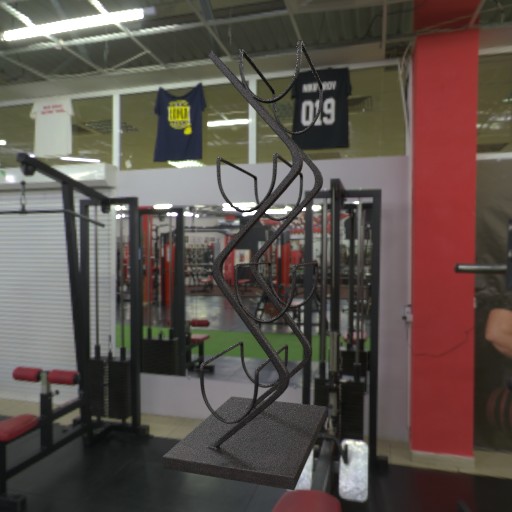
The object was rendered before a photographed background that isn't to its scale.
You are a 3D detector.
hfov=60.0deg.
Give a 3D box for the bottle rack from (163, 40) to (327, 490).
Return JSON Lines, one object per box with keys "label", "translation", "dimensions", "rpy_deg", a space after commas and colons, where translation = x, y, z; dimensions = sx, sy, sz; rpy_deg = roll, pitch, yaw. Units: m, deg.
{"label": "bottle rack", "translation": [0.000, 0.000, 0.675], "dimensions": [0.178, 0.559, 0.254], "rpy_deg": [0, 1, 18]}
